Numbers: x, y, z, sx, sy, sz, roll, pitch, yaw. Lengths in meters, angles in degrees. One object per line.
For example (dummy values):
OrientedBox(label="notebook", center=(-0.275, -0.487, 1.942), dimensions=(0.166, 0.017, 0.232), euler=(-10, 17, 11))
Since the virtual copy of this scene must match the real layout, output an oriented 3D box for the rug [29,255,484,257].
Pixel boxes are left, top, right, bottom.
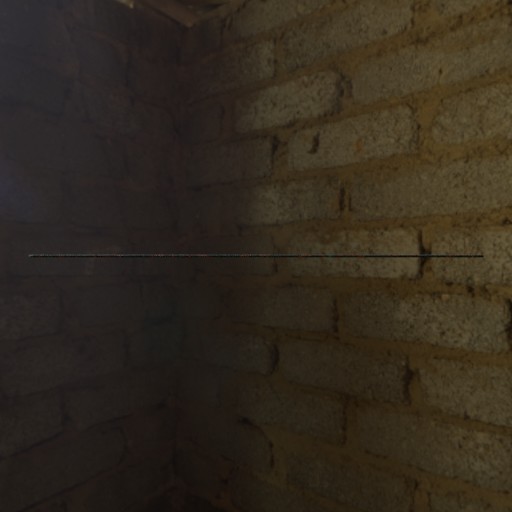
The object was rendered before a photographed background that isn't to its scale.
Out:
OrientedBox(label="rug", center=(0.000, 0.000, 2.546), dimensions=(2.286, 0.013, 0.686), euler=(0, 0, 0))
